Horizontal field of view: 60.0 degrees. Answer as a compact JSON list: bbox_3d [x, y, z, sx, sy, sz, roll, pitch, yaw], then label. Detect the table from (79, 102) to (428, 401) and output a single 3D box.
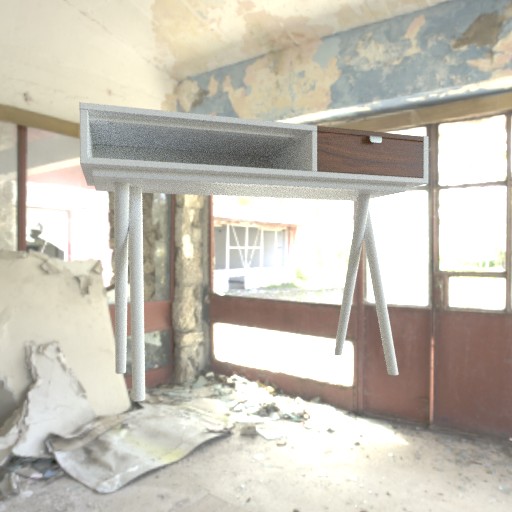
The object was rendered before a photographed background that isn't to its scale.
[{"bbox_3d":[0.000,0.000,1.472,1.066,0.785,0.418,0,0,-18],"label":"table"}]
